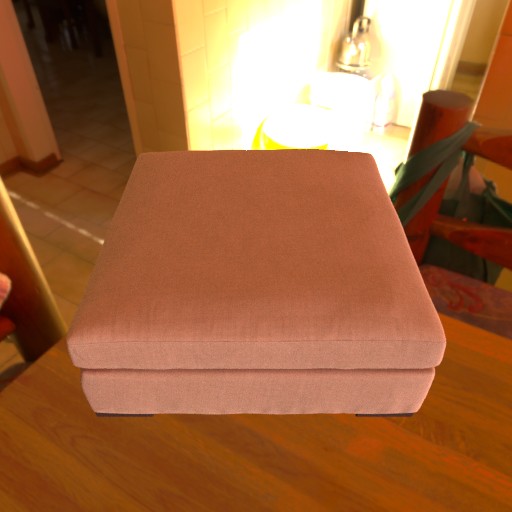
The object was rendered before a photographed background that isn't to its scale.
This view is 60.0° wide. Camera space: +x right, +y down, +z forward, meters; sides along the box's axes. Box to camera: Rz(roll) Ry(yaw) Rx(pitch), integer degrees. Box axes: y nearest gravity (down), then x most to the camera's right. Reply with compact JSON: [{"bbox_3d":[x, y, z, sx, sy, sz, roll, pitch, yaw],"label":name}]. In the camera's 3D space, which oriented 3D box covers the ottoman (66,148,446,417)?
[{"bbox_3d":[0.000,0.000,1.827,1.171,0.517,1.203,0,41,0],"label":"ottoman"}]
